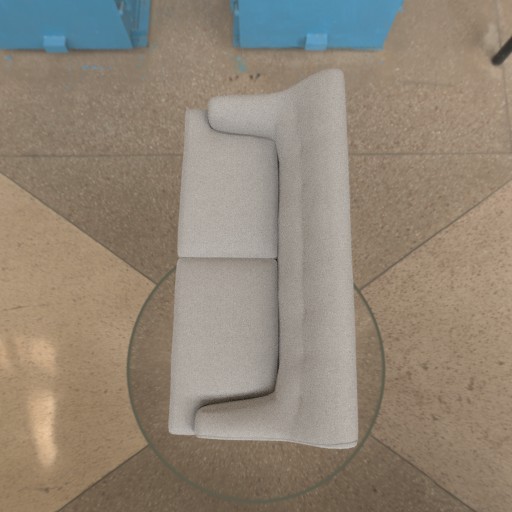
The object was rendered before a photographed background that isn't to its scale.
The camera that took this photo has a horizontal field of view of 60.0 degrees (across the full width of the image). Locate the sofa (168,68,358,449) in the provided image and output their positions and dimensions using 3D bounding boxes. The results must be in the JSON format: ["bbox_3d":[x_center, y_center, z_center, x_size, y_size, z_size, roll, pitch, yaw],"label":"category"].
[{"bbox_3d":[0.000,0.000,2.648,0.978,0.871,2.057,1,77,0],"label":"sofa"}]
